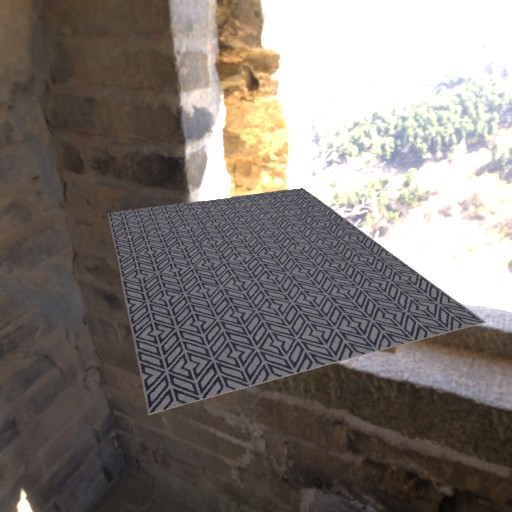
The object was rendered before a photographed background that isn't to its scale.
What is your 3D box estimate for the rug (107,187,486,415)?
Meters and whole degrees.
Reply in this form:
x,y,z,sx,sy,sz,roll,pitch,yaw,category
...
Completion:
x,y,z,sx,sy,sz,roll,pitch,yaw,category
0.000,0.000,4.082,2.421,0.008,3.045,-10,30,-18,rug
